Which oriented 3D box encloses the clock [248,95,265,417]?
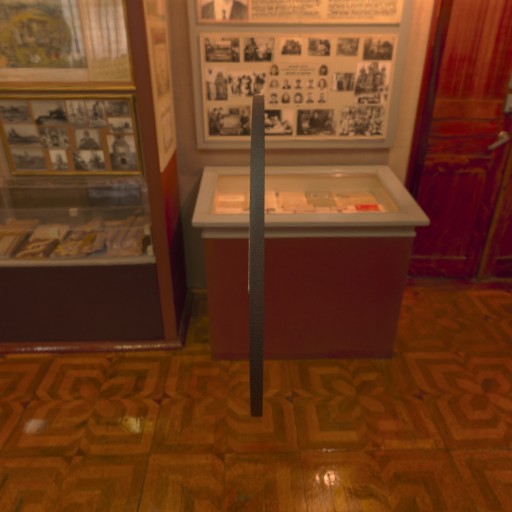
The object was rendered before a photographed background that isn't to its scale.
[{"bbox_3d":[0.000,0.000,0.873,0.029,0.595,0.595,0,27,1],"label":"clock"}]
